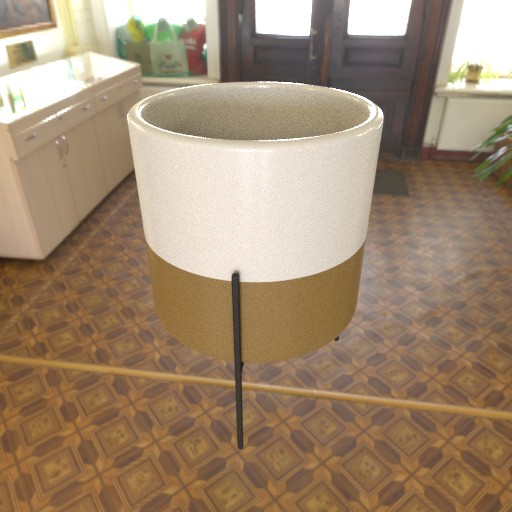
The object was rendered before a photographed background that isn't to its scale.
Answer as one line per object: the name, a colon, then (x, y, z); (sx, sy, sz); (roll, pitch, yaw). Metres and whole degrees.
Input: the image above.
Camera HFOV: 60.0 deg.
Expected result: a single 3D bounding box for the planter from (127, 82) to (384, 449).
planter: (0.000, 0.000, 0.649); (0.310, 0.432, 0.310); (-22, 38, -31)
